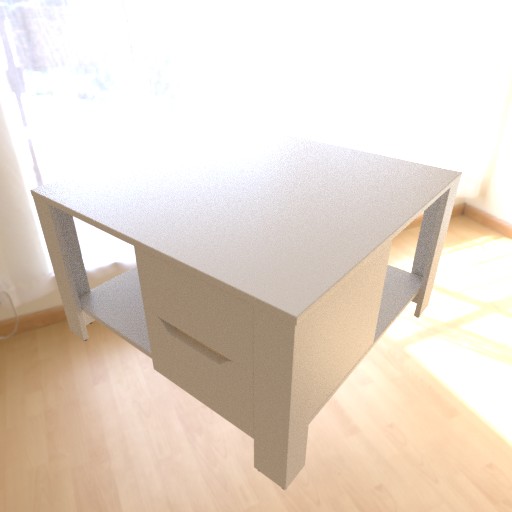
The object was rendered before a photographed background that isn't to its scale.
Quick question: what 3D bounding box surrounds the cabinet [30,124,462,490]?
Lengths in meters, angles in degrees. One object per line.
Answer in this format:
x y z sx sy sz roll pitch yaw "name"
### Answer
0.000 0.000 1.272 0.800 0.460 0.800 22 38 32 "cabinet"
